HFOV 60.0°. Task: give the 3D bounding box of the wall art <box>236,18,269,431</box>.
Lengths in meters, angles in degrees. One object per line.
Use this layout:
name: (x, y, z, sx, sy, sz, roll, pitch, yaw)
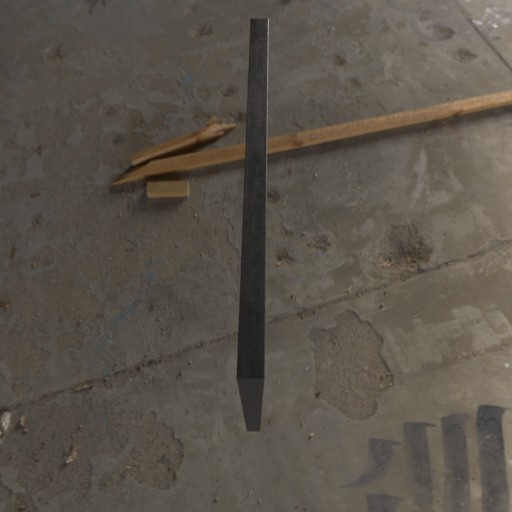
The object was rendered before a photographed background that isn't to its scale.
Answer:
wall art: (0.000, 0.000, 1.124, 0.039, 0.763, 0.763, 1, 63, 1)
